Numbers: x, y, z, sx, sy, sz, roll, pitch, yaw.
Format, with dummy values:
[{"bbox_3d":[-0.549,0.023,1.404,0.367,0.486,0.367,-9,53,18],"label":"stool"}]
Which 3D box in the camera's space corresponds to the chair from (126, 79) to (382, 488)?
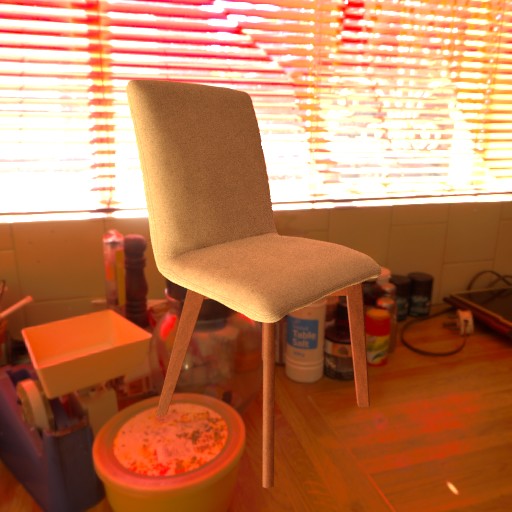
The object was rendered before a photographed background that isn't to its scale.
[{"bbox_3d":[0.000,0.000,1.288,0.563,0.974,0.522,14,21,42],"label":"chair"}]
